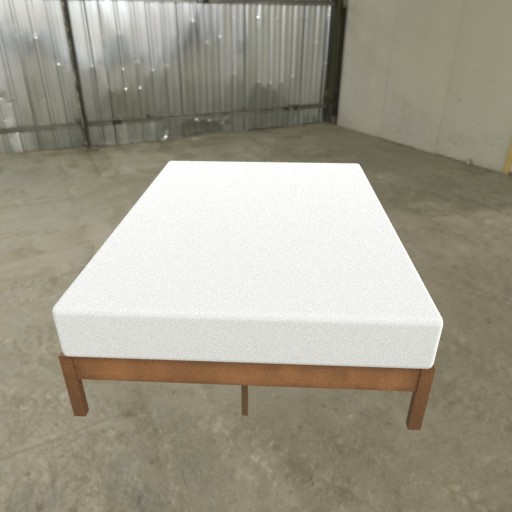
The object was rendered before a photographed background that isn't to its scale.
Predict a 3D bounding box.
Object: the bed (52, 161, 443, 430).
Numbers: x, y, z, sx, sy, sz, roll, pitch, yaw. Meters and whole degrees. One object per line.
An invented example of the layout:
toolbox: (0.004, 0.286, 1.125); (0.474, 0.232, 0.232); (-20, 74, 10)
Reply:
bed: (0.000, 0.000, 2.706); (1.529, 0.593, 2.050); (1, 28, 3)
